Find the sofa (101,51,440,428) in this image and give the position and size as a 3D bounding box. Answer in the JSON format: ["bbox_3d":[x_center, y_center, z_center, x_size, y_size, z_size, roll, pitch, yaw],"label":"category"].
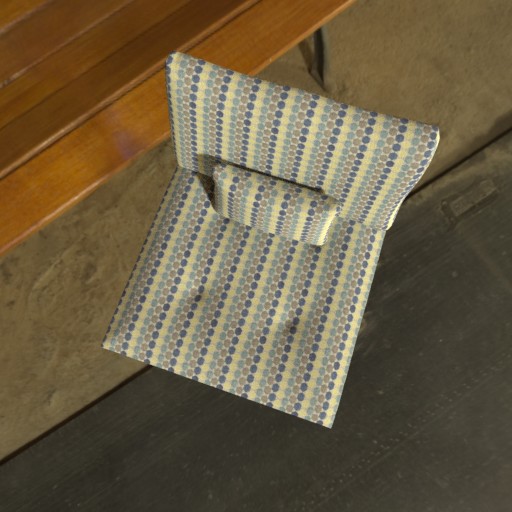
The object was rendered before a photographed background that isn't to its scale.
[{"bbox_3d":[0.000,0.000,1.660,0.930,0.830,1.000,18,75,5],"label":"sofa"}]
